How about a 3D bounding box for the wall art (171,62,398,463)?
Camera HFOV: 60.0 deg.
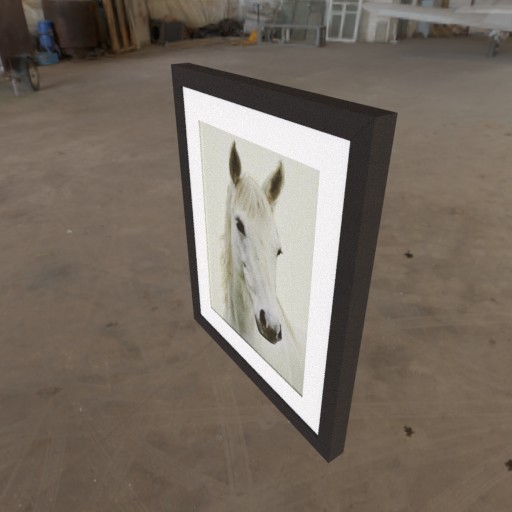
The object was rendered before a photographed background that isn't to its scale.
[{"bbox_3d":[0.000,0.000,0.747,0.034,0.552,0.455,-20,36,-30],"label":"wall art"}]
